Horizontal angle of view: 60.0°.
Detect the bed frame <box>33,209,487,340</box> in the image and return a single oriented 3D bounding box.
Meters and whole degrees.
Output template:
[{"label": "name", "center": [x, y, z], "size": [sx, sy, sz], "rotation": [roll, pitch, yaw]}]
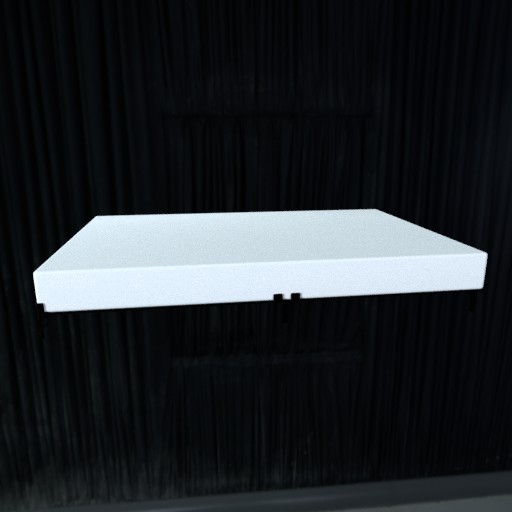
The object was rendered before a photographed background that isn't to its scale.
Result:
[{"label": "bed frame", "center": [0.000, 0.000, 3.820], "size": [2.987, 0.440, 1.930], "rotation": [-2, 15, -8]}]
